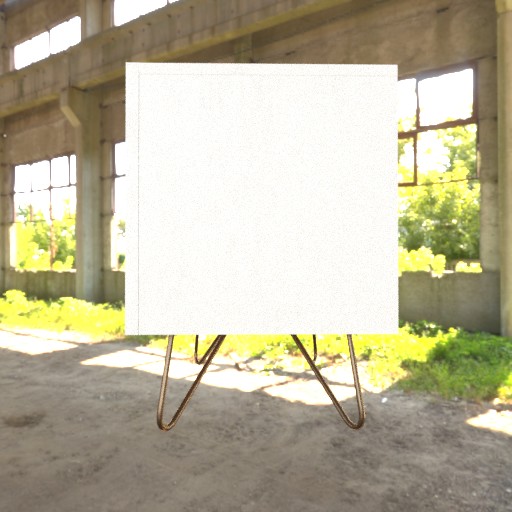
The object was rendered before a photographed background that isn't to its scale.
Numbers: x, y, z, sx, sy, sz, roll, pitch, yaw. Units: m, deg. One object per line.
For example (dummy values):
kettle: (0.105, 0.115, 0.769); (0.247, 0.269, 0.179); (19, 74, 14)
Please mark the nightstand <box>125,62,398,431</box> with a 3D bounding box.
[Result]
nightstand: (0.000, 0.000, 1.006); (0.447, 0.604, 0.614); (0, -1, -1)
